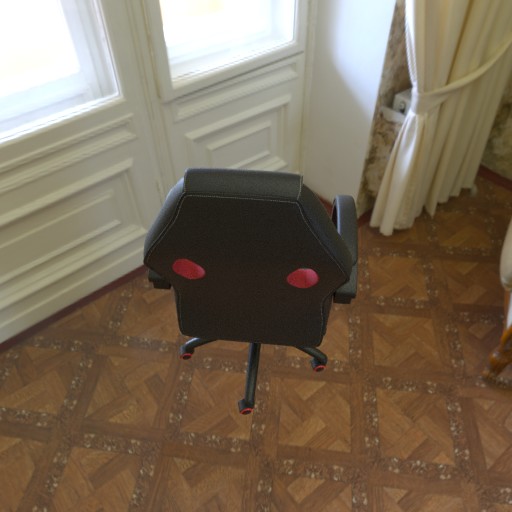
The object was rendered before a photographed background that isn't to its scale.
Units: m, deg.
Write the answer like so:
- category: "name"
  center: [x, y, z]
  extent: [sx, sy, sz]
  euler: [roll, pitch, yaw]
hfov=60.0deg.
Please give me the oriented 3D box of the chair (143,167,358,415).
- category: "chair"
  center: [0.000, 0.000, 1.598]
  extent: [0.673, 1.187, 0.724]
  euler: [4, 47, 4]
